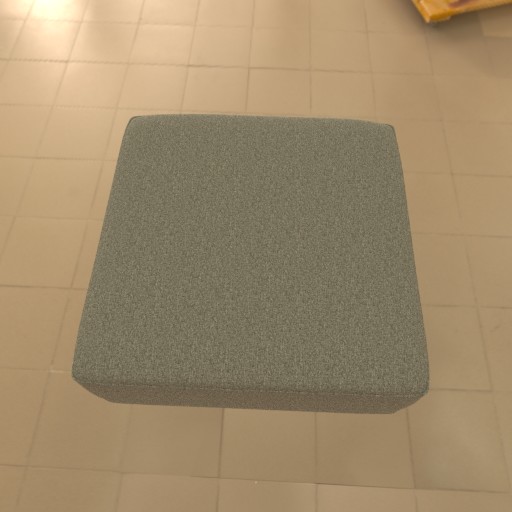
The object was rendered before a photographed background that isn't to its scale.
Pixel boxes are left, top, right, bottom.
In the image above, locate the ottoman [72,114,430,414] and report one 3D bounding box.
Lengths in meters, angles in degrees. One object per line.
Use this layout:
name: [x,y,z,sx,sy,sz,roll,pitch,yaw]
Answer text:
ottoman: [0.000,0.000,1.591,1.015,0.464,1.005,2,63,1]
